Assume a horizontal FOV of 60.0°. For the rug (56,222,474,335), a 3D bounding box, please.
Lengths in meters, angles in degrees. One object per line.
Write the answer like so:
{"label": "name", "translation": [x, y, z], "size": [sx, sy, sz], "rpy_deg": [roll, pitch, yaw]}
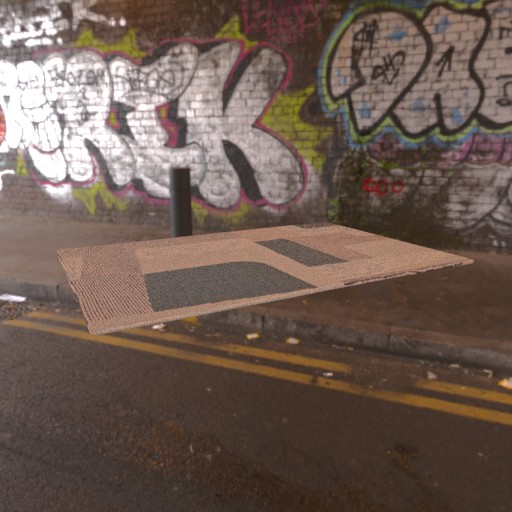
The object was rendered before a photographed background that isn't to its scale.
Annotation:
{"label": "rug", "translation": [0.000, 0.000, 2.349], "size": [1.847, 0.020, 1.238], "rpy_deg": [-8, 16, -27]}
